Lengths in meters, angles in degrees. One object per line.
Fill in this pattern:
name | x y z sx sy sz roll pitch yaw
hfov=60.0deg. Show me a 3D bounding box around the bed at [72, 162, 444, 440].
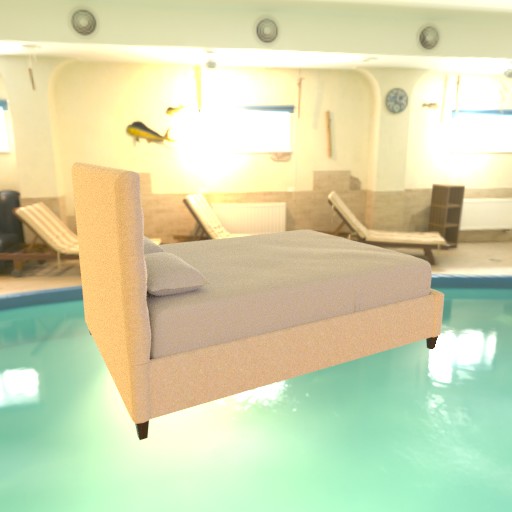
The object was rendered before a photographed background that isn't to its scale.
bed | 0.000 0.000 3.460 2.387 1.427 1.698 -7 15 -28
